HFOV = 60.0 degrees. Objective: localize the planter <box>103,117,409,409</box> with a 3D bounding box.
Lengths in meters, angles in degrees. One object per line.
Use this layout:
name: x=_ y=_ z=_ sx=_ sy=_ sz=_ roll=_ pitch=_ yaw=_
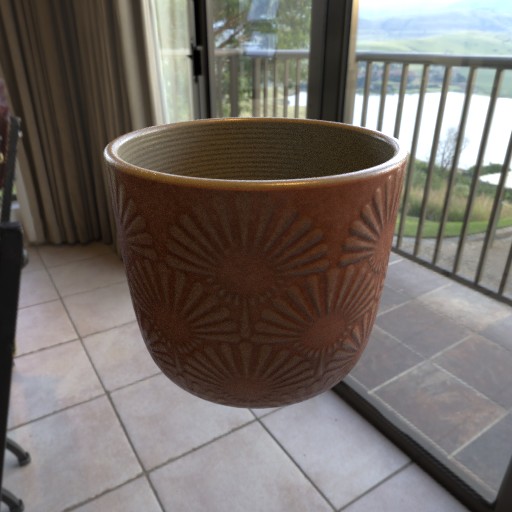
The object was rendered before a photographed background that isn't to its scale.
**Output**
planter: x=0.000 y=0.000 z=0.211 sx=0.124 sy=0.109 sz=0.124 roll=0 pitch=26 yaw=0
